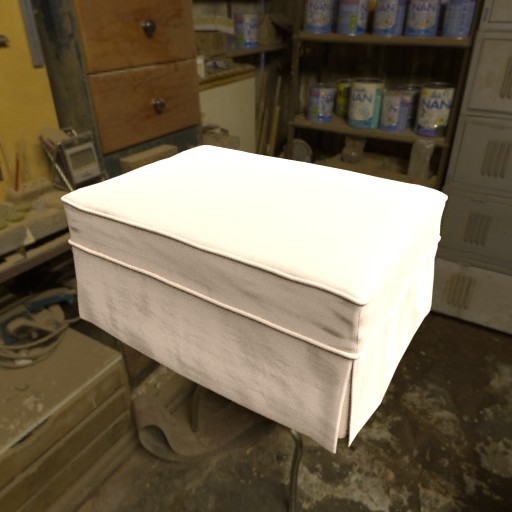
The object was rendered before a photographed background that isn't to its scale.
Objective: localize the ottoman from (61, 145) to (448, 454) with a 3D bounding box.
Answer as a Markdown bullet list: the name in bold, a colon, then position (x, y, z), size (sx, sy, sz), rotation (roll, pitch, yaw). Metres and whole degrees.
- **ottoman**: position (0.000, 0.000, 1.333), size (0.944, 0.479, 0.703), rotation (18, 34, 29)
